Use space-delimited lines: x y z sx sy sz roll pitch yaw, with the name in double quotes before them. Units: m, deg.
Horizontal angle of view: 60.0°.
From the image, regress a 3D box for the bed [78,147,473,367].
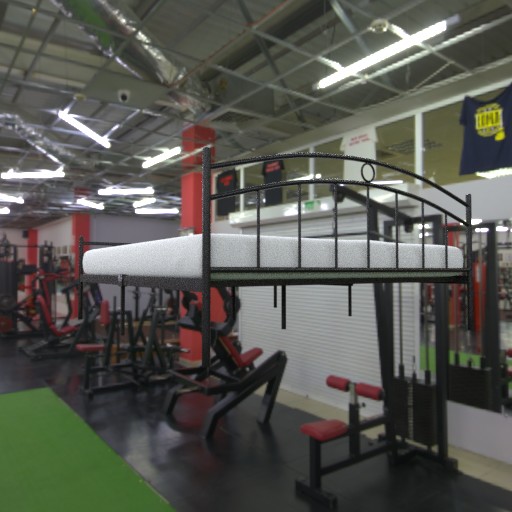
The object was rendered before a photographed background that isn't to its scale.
"bed" 0.000 0.000 3.067 1.880 0.940 2.040 1 -2 -35
